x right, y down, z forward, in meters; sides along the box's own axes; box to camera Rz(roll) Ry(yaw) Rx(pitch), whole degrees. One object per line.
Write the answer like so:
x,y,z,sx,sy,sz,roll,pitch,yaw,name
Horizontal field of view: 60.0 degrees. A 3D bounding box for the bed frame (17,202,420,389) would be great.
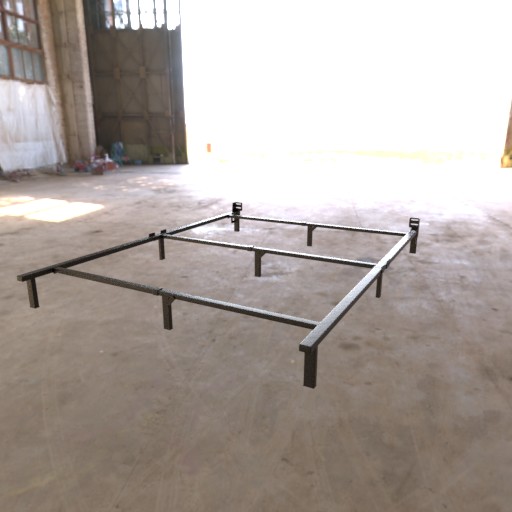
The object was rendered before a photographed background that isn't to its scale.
0.000,0.000,2.597,1.498,0.248,1.990,9,18,27,bed frame
